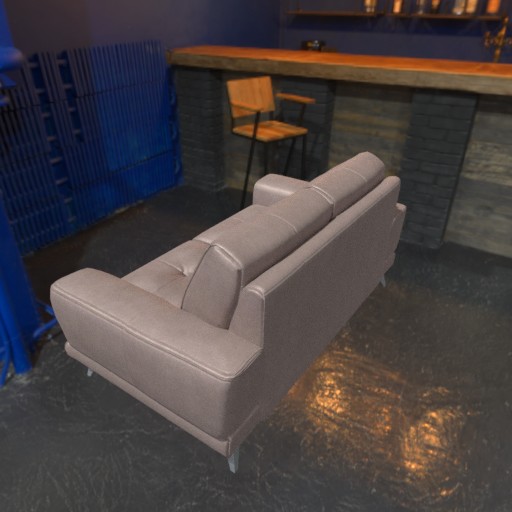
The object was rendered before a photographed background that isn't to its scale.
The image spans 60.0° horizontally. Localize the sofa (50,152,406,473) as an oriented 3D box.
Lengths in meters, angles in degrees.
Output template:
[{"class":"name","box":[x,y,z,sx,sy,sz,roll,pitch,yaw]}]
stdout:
[{"class":"sofa","box":[0.000,0.000,2.343,1.018,0.907,1.806,19,35,30]}]
